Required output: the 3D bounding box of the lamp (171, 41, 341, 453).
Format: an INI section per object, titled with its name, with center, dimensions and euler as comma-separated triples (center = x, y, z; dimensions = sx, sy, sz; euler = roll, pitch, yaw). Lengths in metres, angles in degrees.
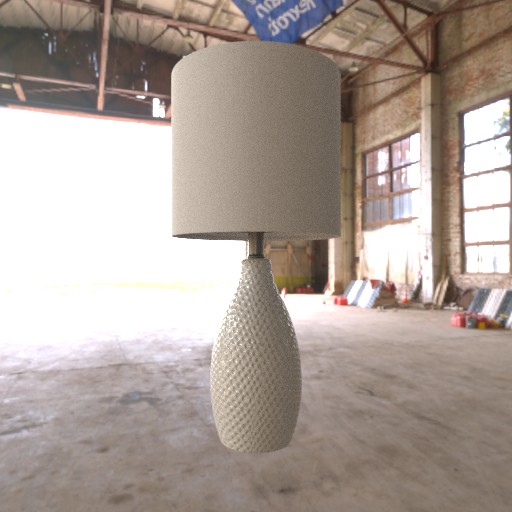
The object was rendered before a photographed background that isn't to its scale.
[lamp]
center = 0.000, 0.000, 0.570
dimensions = 0.214, 0.466, 0.214
euler = 0, -1, -1
